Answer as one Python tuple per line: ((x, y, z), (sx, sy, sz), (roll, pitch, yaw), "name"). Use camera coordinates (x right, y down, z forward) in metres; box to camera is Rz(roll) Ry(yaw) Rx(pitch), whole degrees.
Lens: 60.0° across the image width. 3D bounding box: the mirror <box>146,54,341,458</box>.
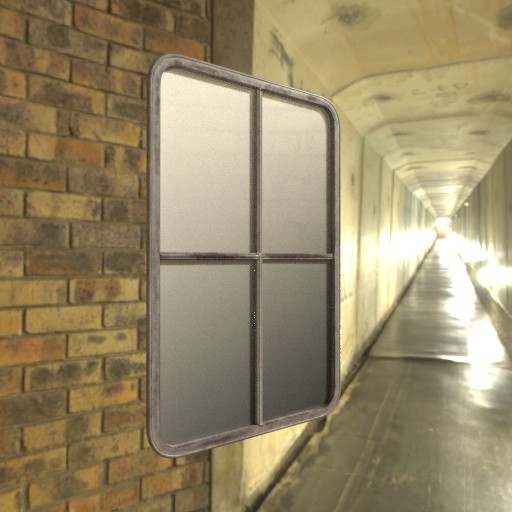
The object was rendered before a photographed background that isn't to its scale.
((0.000, 0.000, 0.888), (0.461, 0.713, 0.024), (0, -1, -35), "mirror")
